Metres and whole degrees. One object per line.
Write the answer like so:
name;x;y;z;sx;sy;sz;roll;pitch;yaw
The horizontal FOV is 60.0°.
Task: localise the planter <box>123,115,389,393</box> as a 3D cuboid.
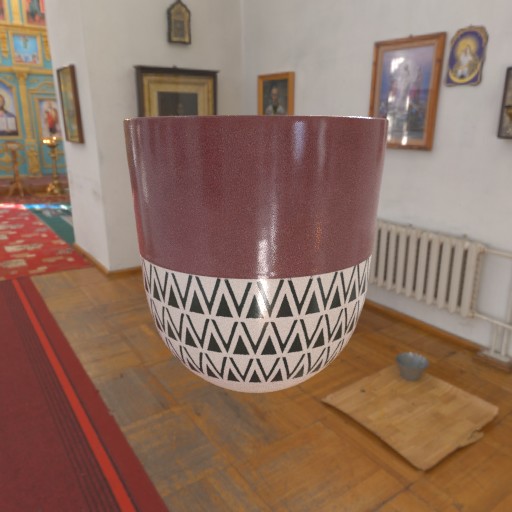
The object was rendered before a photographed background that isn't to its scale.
planter;0.000;0.000;0.366;0.195;0.214;0.195;0;15;0
